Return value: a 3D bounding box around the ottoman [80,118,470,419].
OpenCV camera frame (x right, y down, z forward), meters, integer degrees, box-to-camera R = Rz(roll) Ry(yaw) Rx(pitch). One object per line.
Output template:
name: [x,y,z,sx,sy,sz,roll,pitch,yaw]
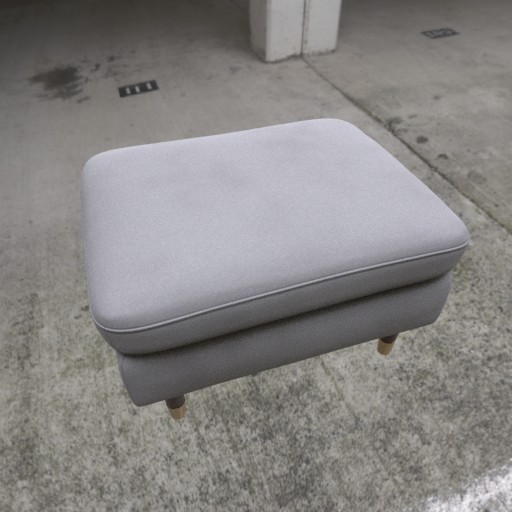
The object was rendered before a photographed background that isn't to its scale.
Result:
ottoman: [0.000,0.000,1.093,0.747,0.478,0.593,-13,44,-14]
